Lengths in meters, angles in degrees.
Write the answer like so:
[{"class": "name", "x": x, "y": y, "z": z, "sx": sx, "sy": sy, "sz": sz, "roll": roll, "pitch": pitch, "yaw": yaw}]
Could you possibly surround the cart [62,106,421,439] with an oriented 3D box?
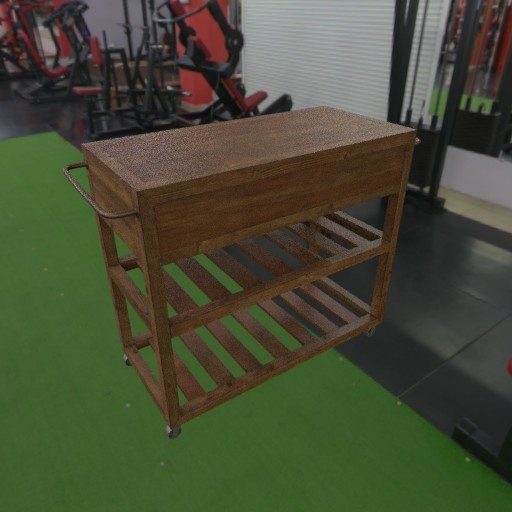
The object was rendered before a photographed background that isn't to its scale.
[{"class": "cart", "x": 0.000, "y": 0.000, "z": 1.531, "sx": 1.065, "sy": 0.830, "sz": 0.445, "roll": -19, "pitch": 35, "yaw": -29}]
